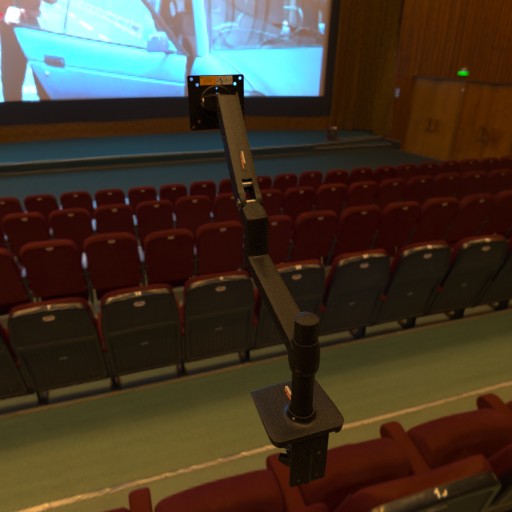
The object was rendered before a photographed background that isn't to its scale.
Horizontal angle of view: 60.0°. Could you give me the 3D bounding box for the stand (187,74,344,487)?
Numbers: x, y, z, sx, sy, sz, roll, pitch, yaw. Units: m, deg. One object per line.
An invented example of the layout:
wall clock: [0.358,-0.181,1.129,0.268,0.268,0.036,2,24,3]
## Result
stand: [0.000,0.000,0.998,0.152,0.713,0.650,-8,28,-17]
